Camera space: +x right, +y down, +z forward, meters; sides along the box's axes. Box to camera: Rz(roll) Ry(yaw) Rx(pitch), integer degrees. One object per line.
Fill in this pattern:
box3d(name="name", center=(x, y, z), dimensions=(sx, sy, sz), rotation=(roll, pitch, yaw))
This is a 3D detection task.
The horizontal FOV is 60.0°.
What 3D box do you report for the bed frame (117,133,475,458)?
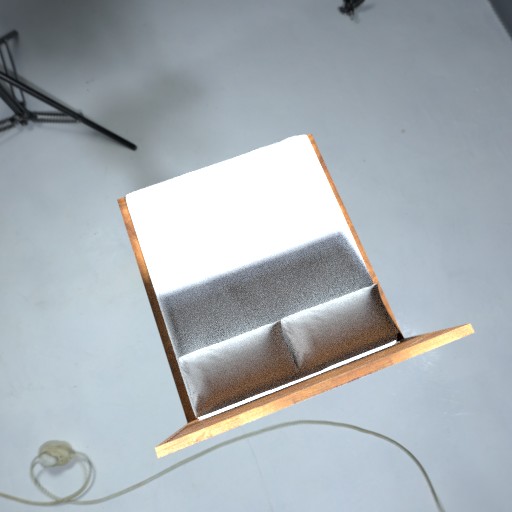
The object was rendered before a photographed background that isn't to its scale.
box3d(name="bed frame", center=(0.000, 0.000, 3.639), dimensions=(2.038, 1.537, 2.235), rotation=(-20, 76, -5))
